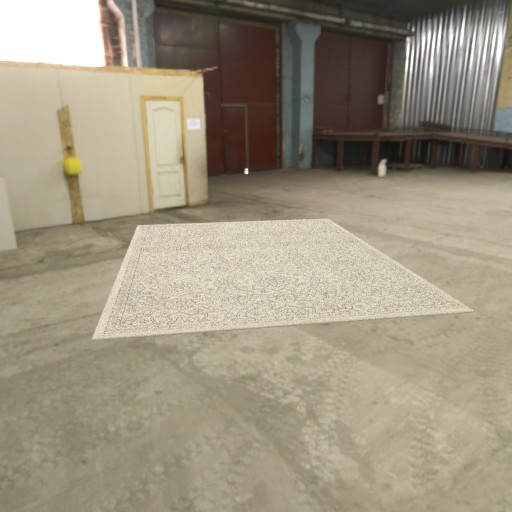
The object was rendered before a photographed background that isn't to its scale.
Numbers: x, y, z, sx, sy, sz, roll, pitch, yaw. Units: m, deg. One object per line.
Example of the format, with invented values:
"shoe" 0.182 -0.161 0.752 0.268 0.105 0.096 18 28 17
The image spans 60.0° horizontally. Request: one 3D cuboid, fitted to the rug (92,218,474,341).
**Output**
"rug" 0.000 0.000 4.194 2.441 0.015 3.050 -3 17 -9
